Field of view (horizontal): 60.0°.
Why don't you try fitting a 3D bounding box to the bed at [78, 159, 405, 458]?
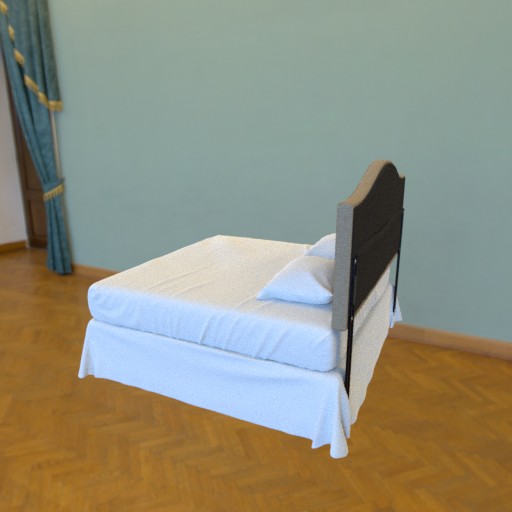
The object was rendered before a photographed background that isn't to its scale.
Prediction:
[{"bbox_3d":[0.000,0.000,3.775,2.222,1.651,2.311,7,17,25],"label":"bed"}]
